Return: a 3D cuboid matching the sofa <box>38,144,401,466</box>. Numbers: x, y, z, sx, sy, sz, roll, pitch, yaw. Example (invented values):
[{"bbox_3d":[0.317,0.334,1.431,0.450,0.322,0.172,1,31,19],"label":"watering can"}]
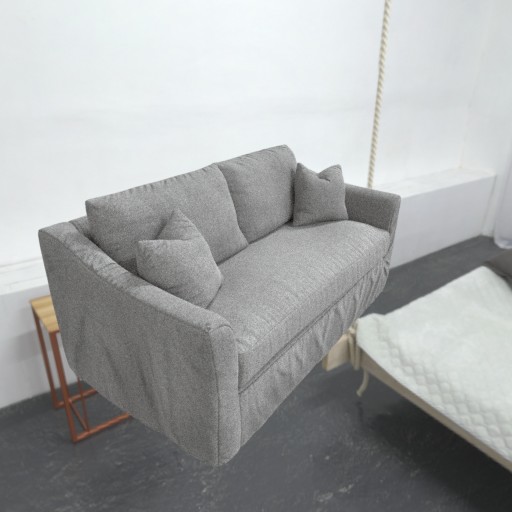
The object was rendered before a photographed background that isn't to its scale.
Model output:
[{"bbox_3d":[0.000,0.000,2.618,1.072,1.018,2.010,17,30,32],"label":"sofa"}]
